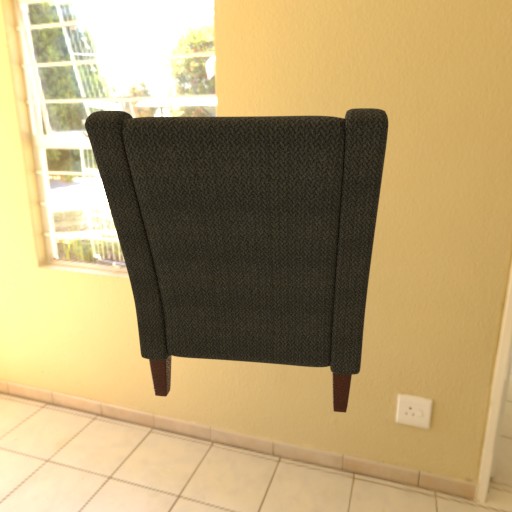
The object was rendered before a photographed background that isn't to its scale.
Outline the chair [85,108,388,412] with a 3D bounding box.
[{"bbox_3d":[0.000,0.000,1.680,0.793,1.012,0.944,2,15,8],"label":"chair"}]
